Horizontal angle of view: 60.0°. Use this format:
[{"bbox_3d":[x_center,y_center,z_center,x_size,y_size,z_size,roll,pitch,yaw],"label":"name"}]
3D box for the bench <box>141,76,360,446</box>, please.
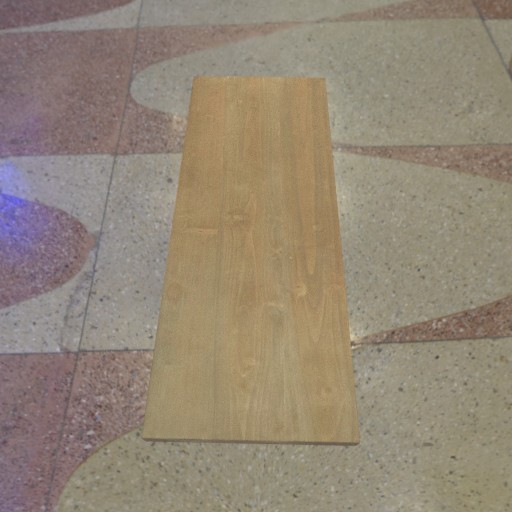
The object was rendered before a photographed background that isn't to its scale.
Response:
[{"bbox_3d":[0.000,0.000,1.430,0.458,0.458,1.183,1,59,1],"label":"bench"}]
